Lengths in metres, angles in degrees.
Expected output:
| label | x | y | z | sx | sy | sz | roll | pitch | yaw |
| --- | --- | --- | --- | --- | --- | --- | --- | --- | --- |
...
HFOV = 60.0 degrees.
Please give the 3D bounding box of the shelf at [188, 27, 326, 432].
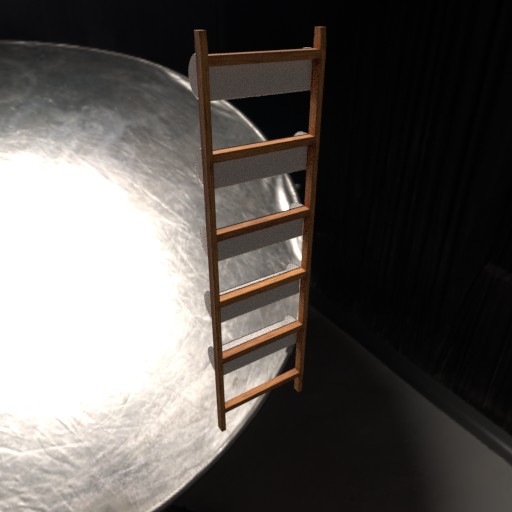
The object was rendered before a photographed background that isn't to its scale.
| label | x | y | z | sx | sy | sz | roll | pitch | yaw |
| --- | --- | --- | --- | --- | --- | --- | --- | --- | --- |
| shelf | 0.000 | 0.000 | 1.748 | 0.454 | 1.600 | 0.141 | -18 | 34 | -28 |
